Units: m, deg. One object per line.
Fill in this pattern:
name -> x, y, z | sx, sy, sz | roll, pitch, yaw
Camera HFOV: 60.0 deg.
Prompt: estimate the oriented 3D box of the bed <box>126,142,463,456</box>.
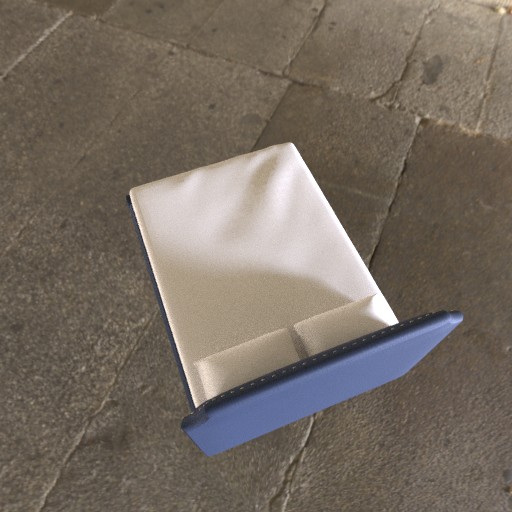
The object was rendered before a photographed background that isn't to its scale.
bed -> 0.000, 0.000, 3.470 | 1.712, 1.443, 2.372 | -19, 62, -11
